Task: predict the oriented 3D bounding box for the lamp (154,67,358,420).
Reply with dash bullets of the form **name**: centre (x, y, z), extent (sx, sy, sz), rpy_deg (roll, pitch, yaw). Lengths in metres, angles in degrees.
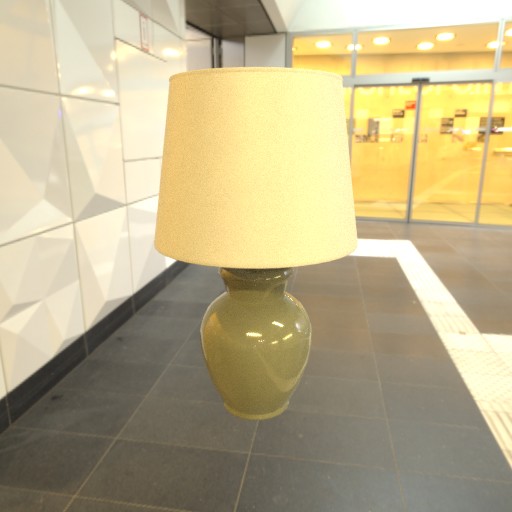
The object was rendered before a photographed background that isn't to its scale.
- **lamp**: centre (0.000, 0.000, 0.538), extent (0.239, 0.399, 0.239), rpy_deg (0, 15, 0)
